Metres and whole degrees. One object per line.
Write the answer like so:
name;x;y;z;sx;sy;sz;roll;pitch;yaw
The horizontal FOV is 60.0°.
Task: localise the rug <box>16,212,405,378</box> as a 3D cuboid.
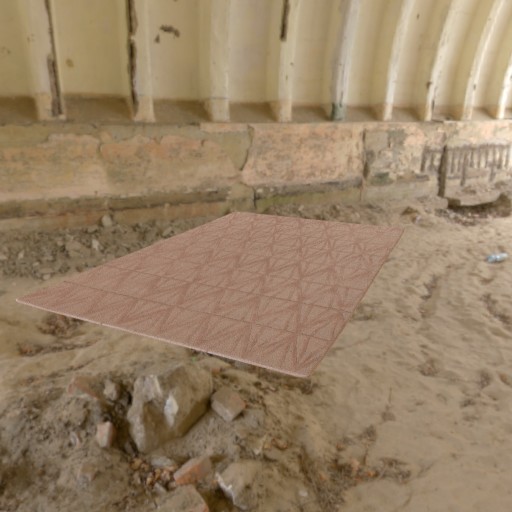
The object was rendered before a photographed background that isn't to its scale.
rug;0.000;0.000;2.270;1.230;0.025;1.837;8;20;24
